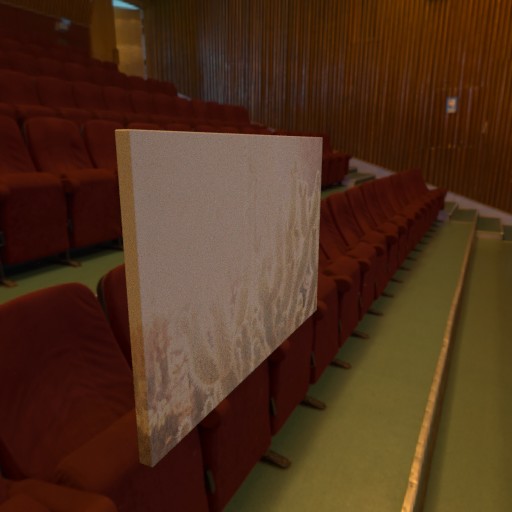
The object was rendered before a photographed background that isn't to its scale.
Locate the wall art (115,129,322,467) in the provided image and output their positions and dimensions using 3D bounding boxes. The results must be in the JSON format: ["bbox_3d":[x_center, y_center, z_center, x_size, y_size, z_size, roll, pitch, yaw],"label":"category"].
[{"bbox_3d":[0.000,0.000,1.441,0.041,0.758,1.142,7,16,26],"label":"wall art"}]
